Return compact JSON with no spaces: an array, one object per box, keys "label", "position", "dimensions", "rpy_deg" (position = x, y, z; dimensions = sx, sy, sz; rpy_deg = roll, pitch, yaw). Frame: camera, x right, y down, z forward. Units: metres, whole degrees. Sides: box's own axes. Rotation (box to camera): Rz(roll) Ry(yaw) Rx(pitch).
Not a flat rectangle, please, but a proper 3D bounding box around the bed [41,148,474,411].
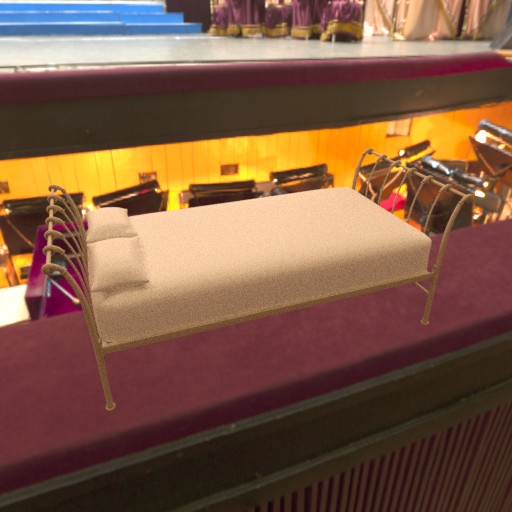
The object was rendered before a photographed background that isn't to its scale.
[{"label":"bed","position":[0.000,0.000,2.737],"dimensions":[2.228,0.873,1.032],"rpy_deg":[-10,31,-18]}]
